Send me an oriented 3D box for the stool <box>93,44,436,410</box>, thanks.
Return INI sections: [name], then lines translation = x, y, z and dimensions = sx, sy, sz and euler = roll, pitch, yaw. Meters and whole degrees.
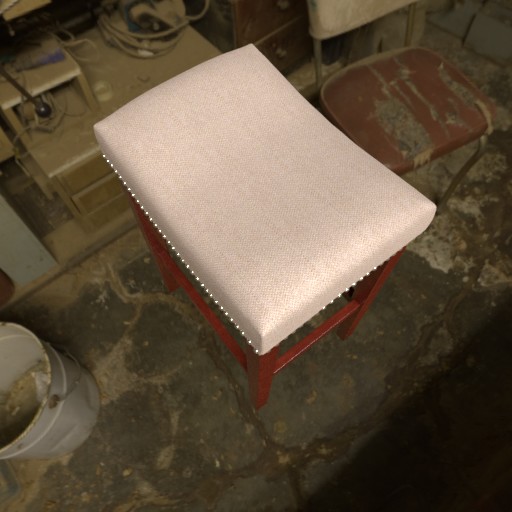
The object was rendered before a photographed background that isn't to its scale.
[stool]
translation = 0.000, 0.000, 1.051
dimensions = 0.372, 0.742, 0.504
euler = -35, 68, -16
